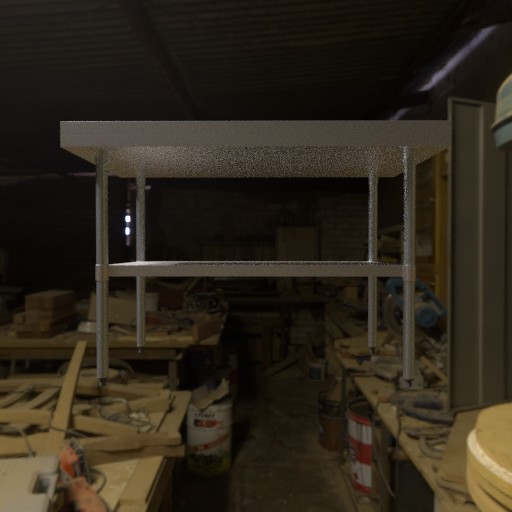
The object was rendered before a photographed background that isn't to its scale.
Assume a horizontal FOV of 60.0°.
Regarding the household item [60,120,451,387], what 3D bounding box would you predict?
[{"bbox_3d":[0.000,0.000,1.692,1.219,0.851,0.610,0,1,1],"label":"household item"}]
